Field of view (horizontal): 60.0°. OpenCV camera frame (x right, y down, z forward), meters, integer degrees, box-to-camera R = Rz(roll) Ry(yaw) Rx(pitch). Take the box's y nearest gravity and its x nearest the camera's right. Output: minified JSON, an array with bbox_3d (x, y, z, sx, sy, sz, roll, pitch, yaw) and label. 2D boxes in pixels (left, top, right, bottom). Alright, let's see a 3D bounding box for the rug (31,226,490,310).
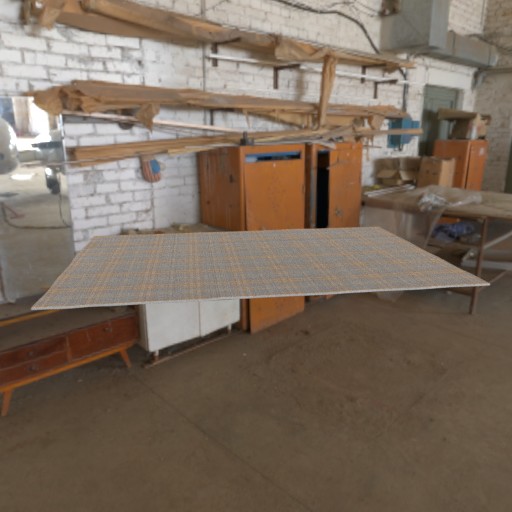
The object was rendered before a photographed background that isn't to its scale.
[{"bbox_3d":[0.000,0.000,3.064,2.460,0.016,1.545,-2,16,-8],"label":"rug"}]
